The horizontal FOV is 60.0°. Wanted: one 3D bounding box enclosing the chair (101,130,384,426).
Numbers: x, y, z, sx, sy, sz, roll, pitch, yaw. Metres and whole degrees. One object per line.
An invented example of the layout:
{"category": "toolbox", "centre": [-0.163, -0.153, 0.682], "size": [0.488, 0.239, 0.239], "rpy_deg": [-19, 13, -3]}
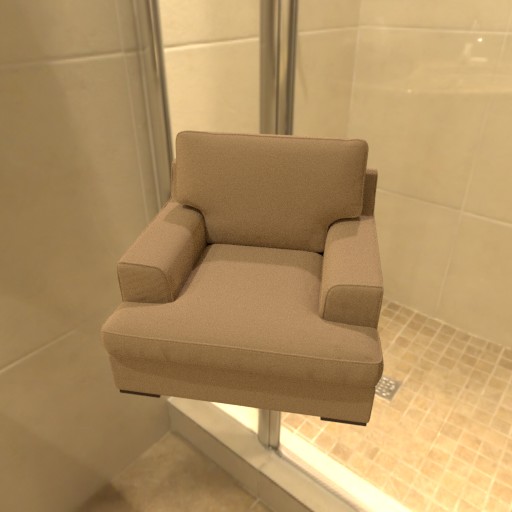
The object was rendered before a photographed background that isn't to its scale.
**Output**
{"category": "chair", "centre": [0.000, 0.000, 2.190], "size": [1.293, 1.005, 1.274], "rpy_deg": [1, 31, 2]}
